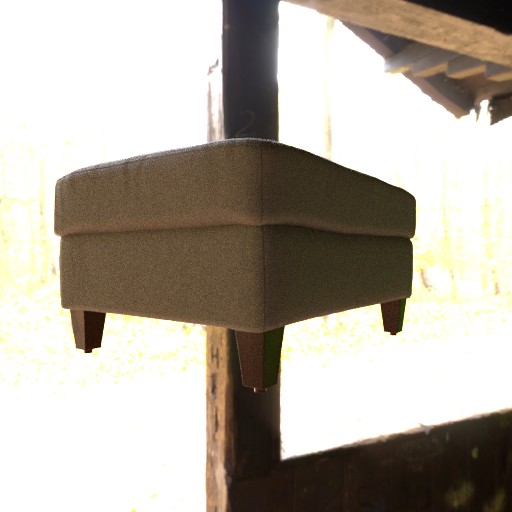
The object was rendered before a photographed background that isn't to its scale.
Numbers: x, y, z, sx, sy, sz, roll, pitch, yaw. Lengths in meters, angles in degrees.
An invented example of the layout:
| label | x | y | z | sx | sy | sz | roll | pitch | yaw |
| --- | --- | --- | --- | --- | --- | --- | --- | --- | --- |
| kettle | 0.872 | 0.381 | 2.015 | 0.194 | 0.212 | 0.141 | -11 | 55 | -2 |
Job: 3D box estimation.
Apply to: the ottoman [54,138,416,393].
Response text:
| label | x | y | z | sx | sy | sz | roll | pitch | yaw |
| --- | --- | --- | --- | --- | --- | --- | --- | --- | --- |
| ottoman | 0.000 | 0.000 | 1.297 | 0.692 | 0.511 | 0.902 | 0 | 0 | 36 |
